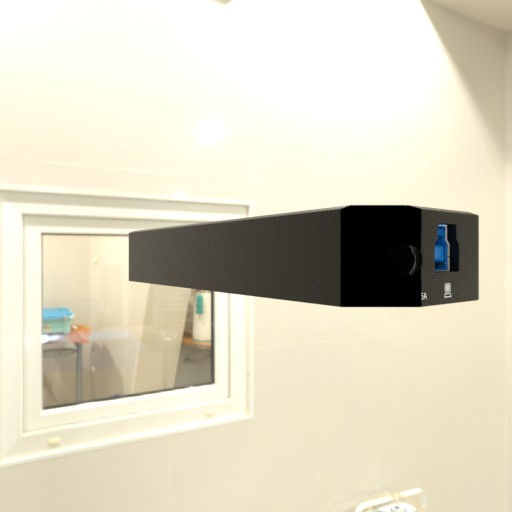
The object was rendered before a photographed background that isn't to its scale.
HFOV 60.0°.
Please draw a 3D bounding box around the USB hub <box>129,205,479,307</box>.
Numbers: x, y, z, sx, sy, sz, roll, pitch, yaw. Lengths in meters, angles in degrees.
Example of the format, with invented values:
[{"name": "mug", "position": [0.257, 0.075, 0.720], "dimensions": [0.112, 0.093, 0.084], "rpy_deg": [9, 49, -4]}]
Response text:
[{"name": "USB hub", "position": [0.000, 0.000, 0.162], "dimensions": [0.044, 0.023, 0.145], "rpy_deg": [0, 0, -37]}]
